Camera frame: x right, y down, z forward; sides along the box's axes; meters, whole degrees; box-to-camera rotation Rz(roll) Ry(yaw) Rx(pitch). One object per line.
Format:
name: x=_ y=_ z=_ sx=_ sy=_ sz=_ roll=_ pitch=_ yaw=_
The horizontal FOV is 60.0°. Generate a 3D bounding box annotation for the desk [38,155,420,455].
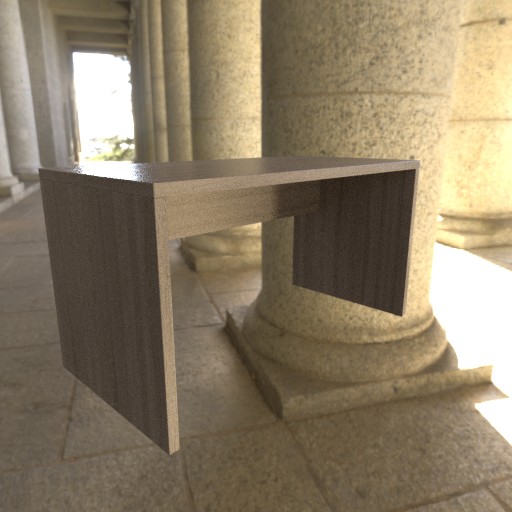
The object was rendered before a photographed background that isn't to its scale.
desk: x=0.000 y=0.000 z=1.824 sx=0.690 sy=0.745 sz=1.380 roll=14 pitch=21 yaw=43
